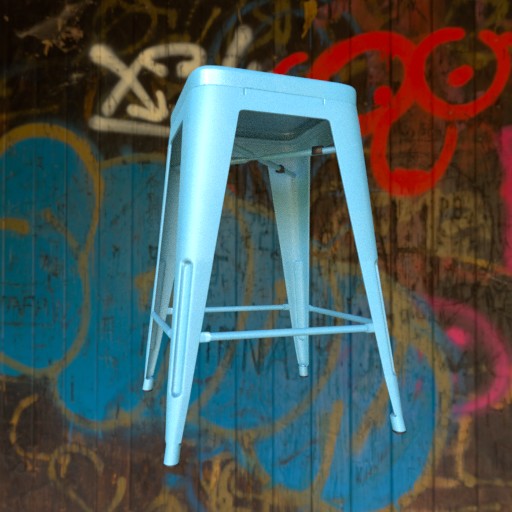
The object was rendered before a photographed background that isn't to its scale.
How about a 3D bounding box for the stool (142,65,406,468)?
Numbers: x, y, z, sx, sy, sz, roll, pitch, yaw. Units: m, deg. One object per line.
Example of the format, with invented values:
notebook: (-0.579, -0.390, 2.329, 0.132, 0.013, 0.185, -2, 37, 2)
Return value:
stool: (0.000, 0.000, 0.884, 0.410, 0.608, 0.410, 0, -1, -19)
